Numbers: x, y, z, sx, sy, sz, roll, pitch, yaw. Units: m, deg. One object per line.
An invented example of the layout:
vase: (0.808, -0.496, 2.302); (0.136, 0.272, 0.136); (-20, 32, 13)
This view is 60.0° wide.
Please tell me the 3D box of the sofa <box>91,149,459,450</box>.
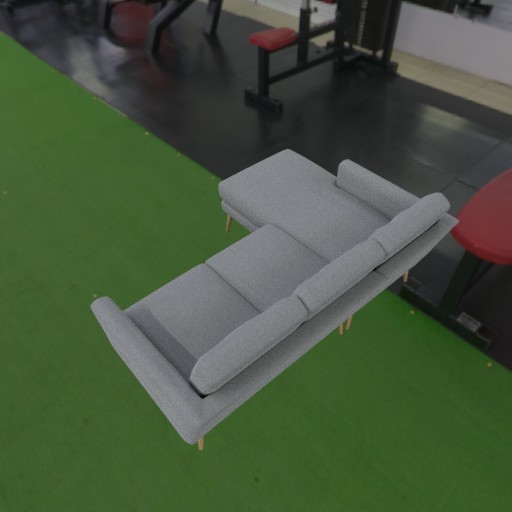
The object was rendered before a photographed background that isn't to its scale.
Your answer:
sofa: (0.000, 0.000, 2.820); (2.040, 0.860, 1.530); (-32, 53, -27)
